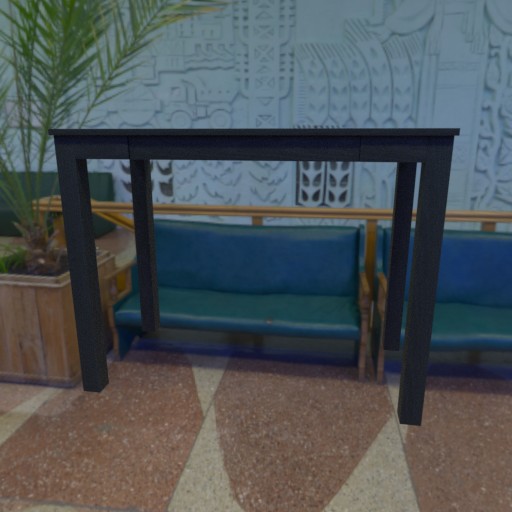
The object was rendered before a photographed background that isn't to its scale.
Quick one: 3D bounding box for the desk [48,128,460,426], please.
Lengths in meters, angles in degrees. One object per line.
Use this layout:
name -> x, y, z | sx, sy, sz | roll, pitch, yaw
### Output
desk -> 0.000, 0.000, 1.386 | 0.991, 0.762, 0.499 | 3, 16, 9
